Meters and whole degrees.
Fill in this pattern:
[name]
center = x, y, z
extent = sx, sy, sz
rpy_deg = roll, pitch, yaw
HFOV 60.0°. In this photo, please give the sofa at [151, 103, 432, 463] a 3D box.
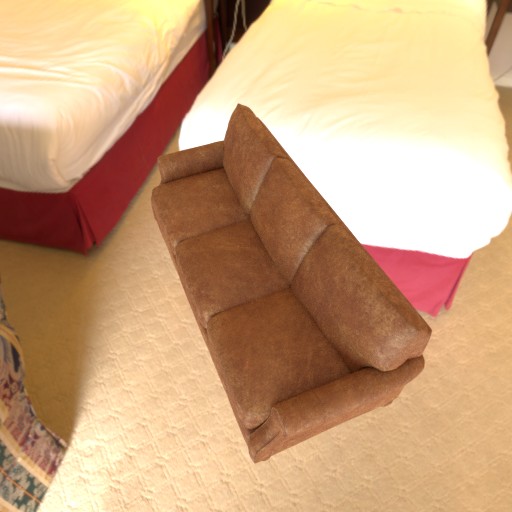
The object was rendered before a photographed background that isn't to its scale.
[sofa]
center = 0.000, 0.000, 2.915
extent = 0.973, 0.977, 2.351
rpy_deg = -17, 50, -15
